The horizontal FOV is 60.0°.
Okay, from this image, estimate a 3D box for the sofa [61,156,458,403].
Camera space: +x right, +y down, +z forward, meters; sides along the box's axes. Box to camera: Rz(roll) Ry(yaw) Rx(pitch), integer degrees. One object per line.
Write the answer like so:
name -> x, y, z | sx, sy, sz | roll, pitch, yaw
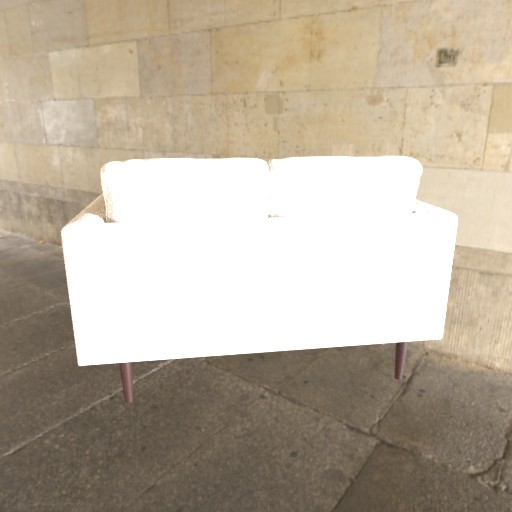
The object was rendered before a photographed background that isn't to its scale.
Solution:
sofa -> 0.000, 0.000, 1.992 | 1.430, 0.908, 0.796 | -2, 17, -8
